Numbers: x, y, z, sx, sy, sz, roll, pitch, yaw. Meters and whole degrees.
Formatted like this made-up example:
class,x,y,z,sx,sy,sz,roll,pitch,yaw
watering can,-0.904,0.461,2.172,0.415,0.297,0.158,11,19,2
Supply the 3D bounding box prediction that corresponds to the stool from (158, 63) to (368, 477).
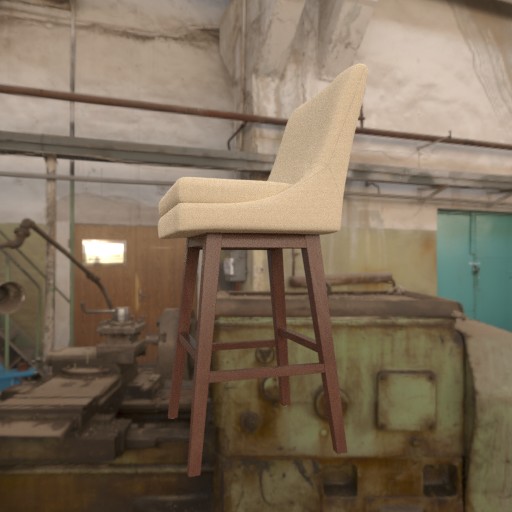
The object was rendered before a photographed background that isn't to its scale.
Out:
class,x,y,z,sx,sy,sz,roll,pitch,yaw
stool,0.000,0.000,1.373,0.559,1.093,0.483,0,0,-18
